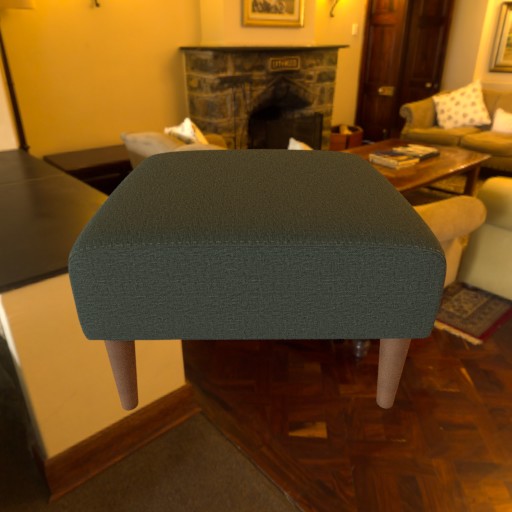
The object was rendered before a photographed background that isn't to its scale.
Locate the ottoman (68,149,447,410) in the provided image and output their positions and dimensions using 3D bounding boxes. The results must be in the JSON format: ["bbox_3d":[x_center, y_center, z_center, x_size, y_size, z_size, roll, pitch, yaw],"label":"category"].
[{"bbox_3d":[0.000,0.000,1.060,0.649,0.398,0.650,0,26,-1],"label":"ottoman"}]
